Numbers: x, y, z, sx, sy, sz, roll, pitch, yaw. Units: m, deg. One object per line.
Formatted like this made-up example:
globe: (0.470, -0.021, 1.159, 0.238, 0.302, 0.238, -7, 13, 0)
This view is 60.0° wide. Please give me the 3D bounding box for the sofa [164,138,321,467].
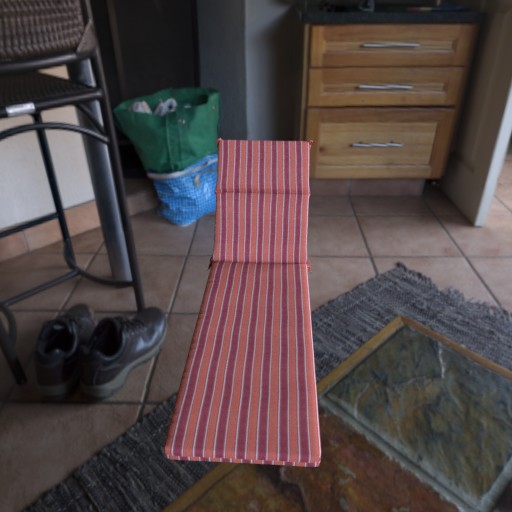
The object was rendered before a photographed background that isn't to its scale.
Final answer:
sofa: (0.000, 0.000, 2.009, 0.582, 0.622, 1.663, 2, 32, 3)
